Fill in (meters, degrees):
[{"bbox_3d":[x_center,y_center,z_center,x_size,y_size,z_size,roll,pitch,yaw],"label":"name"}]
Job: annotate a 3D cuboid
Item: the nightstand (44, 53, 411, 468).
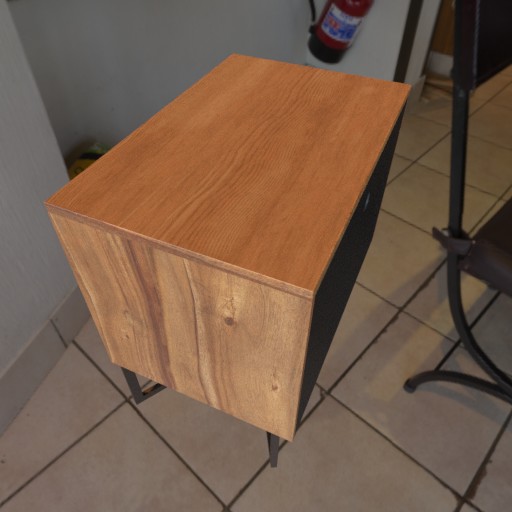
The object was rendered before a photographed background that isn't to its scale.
[{"bbox_3d":[0.000,0.000,0.995,0.427,0.615,0.613,18,48,17],"label":"nightstand"}]
